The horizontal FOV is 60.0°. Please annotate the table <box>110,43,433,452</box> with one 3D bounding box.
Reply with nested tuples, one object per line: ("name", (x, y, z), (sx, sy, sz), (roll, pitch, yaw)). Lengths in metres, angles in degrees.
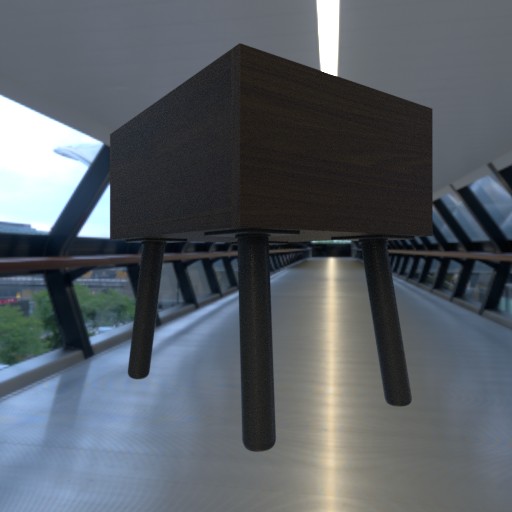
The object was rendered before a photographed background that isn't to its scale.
("table", (0.000, 0.000, 0.780), (0.370, 0.470, 0.450), (0, 0, -36))
